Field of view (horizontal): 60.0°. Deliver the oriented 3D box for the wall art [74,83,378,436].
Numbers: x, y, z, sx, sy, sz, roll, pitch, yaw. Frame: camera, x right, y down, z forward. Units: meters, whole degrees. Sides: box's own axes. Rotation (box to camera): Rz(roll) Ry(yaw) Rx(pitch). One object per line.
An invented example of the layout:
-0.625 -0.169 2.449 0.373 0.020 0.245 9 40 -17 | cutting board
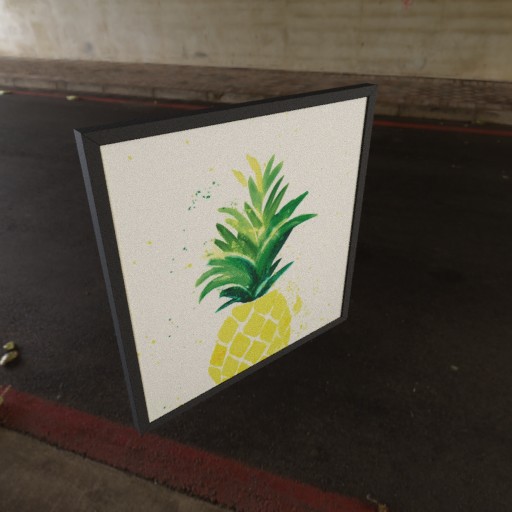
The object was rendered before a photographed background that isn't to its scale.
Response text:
0.000 0.000 1.139 0.762 0.760 0.037 -21 37 -32 | wall art
